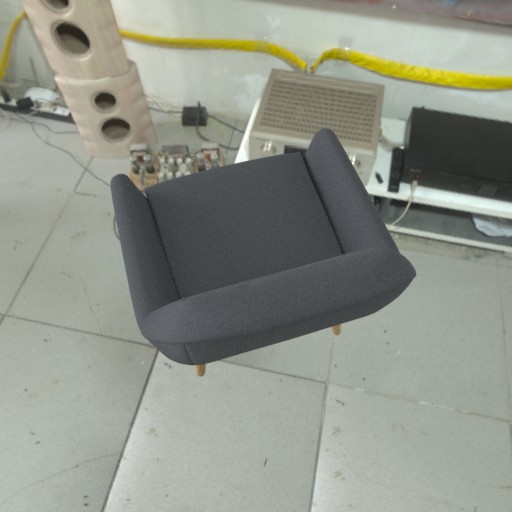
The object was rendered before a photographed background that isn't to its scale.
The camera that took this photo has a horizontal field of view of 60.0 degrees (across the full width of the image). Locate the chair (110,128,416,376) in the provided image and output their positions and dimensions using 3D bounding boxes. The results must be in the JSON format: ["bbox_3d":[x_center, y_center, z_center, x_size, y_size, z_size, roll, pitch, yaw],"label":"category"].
[{"bbox_3d":[0.000,0.000,1.392,0.770,0.800,0.779,-15,60,-9],"label":"chair"}]
